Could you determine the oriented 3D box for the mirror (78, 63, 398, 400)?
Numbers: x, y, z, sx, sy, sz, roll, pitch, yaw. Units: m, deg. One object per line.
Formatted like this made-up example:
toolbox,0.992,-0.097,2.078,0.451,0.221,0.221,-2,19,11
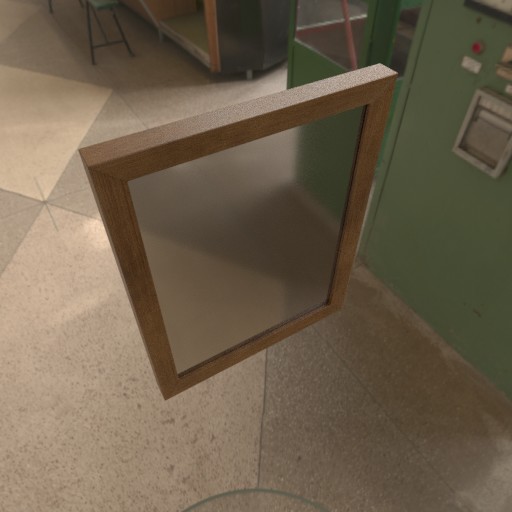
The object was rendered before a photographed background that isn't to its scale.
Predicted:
mirror,0.000,0.000,0.699,0.405,0.508,0.041,-23,51,-20
